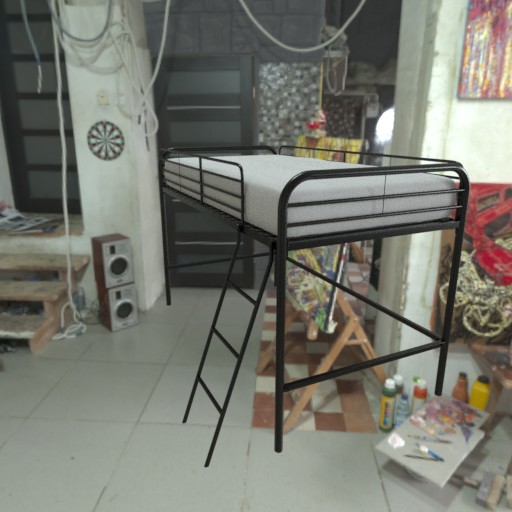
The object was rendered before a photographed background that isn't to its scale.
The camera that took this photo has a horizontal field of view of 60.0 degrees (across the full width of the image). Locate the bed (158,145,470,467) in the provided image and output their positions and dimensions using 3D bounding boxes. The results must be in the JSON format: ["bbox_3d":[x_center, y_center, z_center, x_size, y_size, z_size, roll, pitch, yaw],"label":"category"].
[{"bbox_3d":[0.000,0.000,2.865,1.393,1.289,1.968,-8,18,-25],"label":"bed"}]
